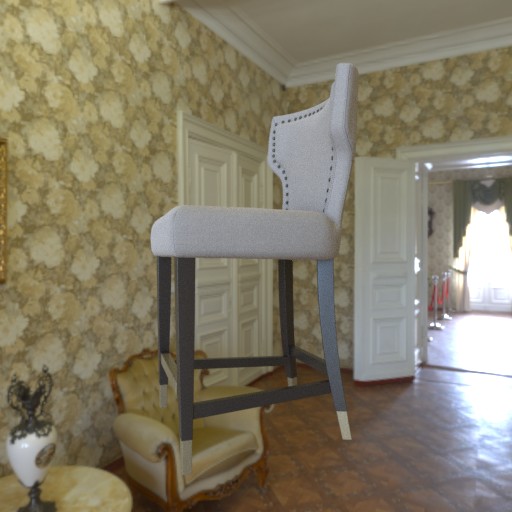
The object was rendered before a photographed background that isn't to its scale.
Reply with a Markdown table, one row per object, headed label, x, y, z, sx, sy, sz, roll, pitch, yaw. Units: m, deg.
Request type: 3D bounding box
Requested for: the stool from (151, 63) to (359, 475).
| label | x | y | z | sx | sy | sz | roll | pitch | yaw |
| --- | --- | --- | --- | --- | --- | --- | --- | --- | --- |
| stool | 0.000 | 0.000 | 1.297 | 0.563 | 0.982 | 0.527 | 0 | 0 | -18 |
